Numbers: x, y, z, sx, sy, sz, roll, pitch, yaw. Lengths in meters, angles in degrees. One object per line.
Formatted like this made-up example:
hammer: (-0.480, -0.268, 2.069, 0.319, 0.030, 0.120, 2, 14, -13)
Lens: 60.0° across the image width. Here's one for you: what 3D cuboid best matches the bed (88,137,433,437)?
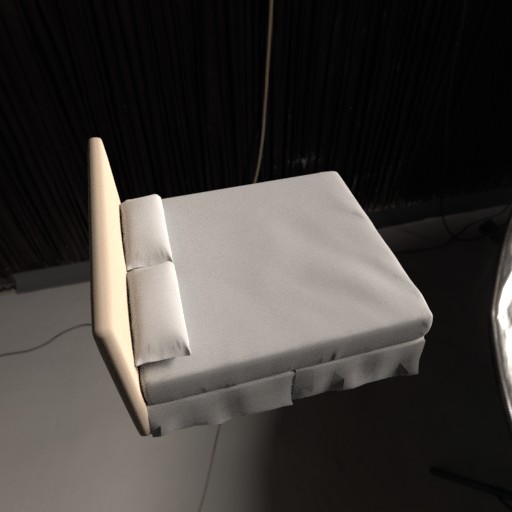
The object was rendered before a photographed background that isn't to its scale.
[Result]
bed: (0.000, 0.000, 3.361, 2.142, 1.330, 1.884, -11, 47, -10)
